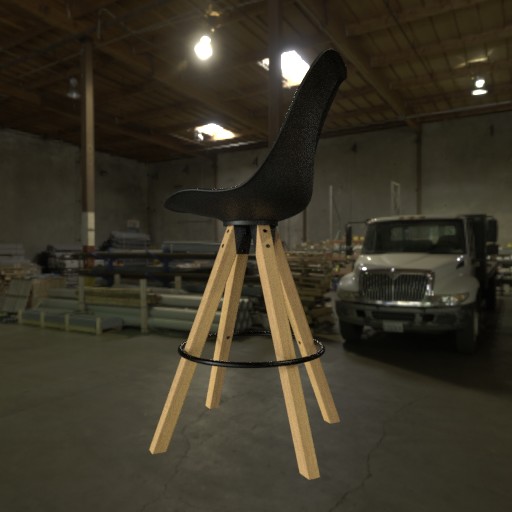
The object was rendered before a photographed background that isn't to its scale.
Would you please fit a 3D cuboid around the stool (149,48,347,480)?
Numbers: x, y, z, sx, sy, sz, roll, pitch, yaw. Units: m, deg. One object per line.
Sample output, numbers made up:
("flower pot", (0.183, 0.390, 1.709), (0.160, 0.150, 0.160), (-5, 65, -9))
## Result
("stool", (0.000, 0.000, 1.370), (0.550, 1.115, 0.485), (0, 1, 18))
